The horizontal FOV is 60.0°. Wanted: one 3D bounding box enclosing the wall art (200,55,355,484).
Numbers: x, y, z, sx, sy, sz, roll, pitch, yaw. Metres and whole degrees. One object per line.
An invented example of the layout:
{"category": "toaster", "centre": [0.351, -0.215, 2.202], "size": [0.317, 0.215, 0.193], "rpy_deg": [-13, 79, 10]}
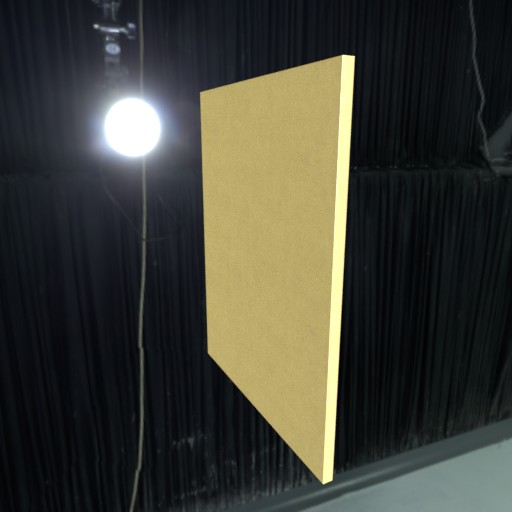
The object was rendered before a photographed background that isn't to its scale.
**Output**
{"category": "wall art", "centre": [0.000, 0.000, 1.342], "size": [0.030, 1.002, 0.798], "rpy_deg": [-7, 17, -26]}
